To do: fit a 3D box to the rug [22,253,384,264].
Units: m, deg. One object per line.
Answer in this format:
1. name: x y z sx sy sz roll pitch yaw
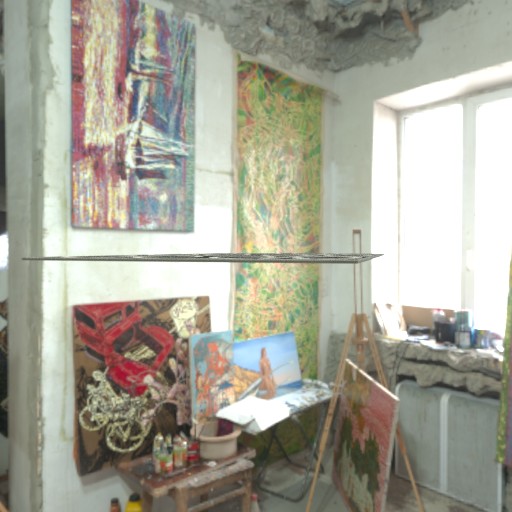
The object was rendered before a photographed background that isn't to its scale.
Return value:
1. rug: 0.000 0.000 2.870 1.526 0.014 2.290 0 1 18
